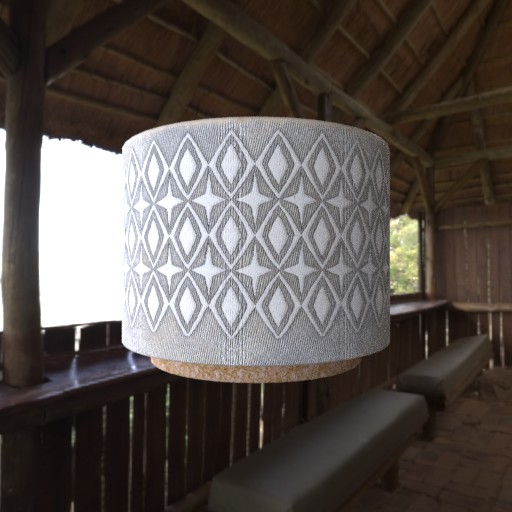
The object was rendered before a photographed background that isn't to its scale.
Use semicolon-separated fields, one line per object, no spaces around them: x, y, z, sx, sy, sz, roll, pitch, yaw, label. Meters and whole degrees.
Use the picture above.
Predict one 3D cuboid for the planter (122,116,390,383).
0.000;0.000;0.284;0.164;0.127;0.164;0;0;0;planter
